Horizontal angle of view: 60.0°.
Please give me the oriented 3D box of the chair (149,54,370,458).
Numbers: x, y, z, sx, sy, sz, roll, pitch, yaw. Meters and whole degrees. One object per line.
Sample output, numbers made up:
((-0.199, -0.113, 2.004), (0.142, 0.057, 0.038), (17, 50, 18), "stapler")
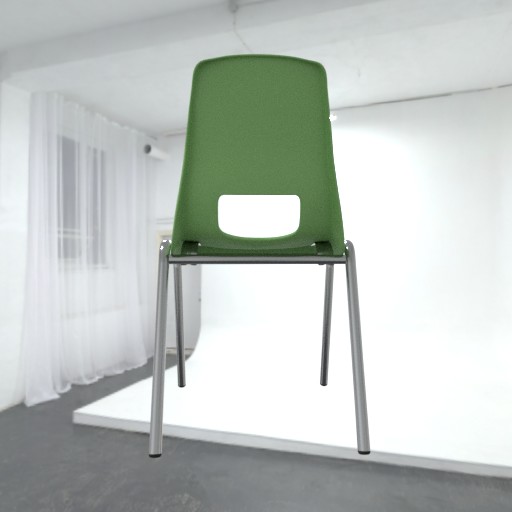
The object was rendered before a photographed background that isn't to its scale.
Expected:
((0.000, 0.000, 0.926), (0.381, 0.653, 0.436), (0, -1, -2), "chair")
